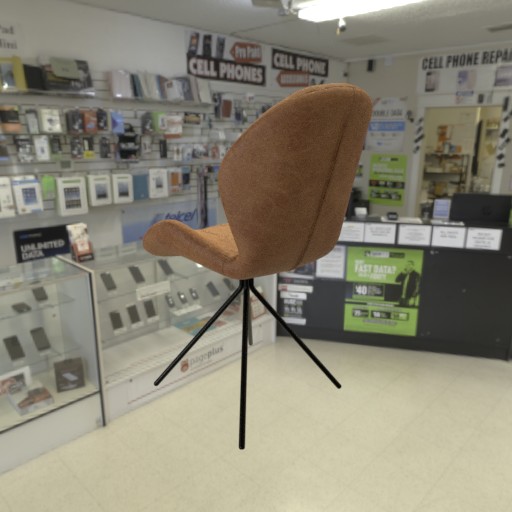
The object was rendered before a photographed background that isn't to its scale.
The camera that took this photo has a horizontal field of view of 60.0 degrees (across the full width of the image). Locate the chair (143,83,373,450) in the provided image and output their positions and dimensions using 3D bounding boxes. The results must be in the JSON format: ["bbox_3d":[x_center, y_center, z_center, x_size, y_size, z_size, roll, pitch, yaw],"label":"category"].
[{"bbox_3d":[0.000,0.000,1.334,0.527,0.929,0.640,-14,21,-42],"label":"chair"}]
